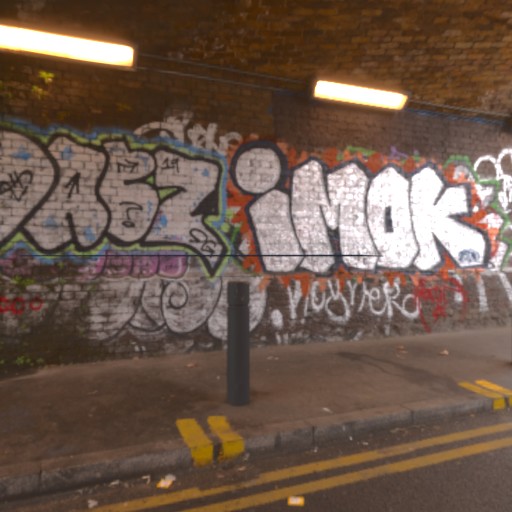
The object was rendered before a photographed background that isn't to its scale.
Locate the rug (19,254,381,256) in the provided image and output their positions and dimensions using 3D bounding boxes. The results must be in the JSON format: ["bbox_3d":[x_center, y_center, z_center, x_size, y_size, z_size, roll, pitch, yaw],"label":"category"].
[{"bbox_3d":[0.000,0.000,2.271,1.200,0.005,1.819,0,0,18],"label":"rug"}]
